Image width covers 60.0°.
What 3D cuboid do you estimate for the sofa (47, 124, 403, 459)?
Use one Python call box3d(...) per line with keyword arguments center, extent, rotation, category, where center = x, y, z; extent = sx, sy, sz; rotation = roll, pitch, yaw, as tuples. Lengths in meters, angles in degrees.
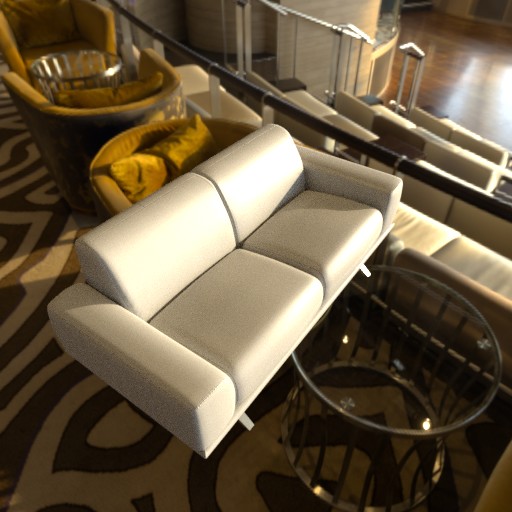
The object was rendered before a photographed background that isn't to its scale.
box3d(center=(0.000, 0.000, 2.371), extent=(0.900, 0.772, 1.901), rotation=(25, 47, 26), category="sofa")
